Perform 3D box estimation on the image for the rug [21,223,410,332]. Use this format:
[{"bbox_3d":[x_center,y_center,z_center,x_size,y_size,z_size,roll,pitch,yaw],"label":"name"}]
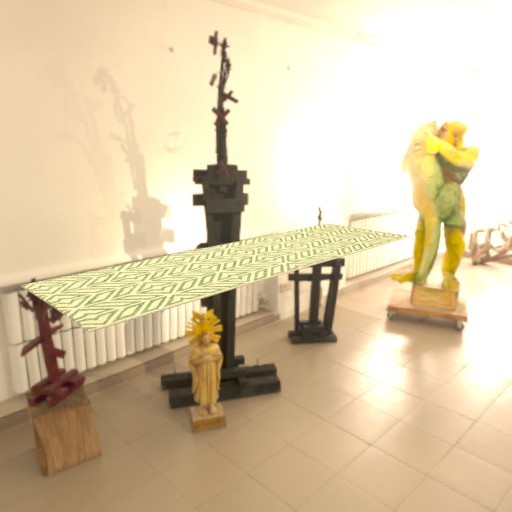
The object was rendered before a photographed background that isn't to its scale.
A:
[{"bbox_3d":[0.000,0.000,2.697,2.435,0.009,0.750,-14,20,-43],"label":"rug"}]
